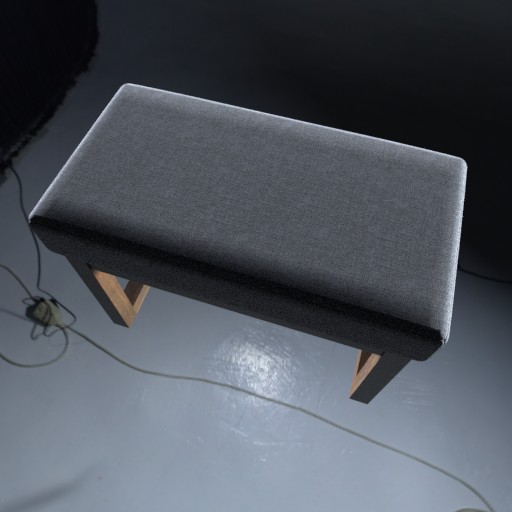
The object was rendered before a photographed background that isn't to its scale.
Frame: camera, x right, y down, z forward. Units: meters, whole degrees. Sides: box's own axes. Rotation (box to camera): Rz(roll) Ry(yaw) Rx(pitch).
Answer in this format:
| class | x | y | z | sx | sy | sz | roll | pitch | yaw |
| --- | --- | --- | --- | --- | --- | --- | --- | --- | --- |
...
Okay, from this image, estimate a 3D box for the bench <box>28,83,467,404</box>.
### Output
| class | x | y | z | sx | sy | sz | roll | pitch | yaw |
| --- | --- | --- | --- | --- | --- | --- | --- | --- | --- |
| bench | 0.000 | 0.000 | 0.942 | 0.681 | 0.467 | 0.366 | 16 | 61 | 9 |
